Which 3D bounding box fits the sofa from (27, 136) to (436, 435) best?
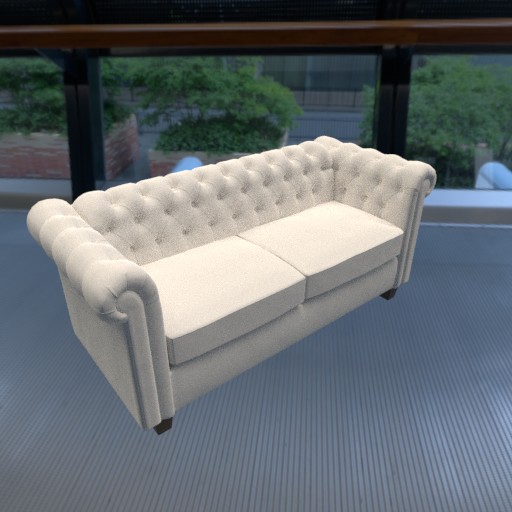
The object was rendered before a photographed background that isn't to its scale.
[{"bbox_3d":[0.000,0.000,2.191,1.798,0.796,0.771,-22,36,-33],"label":"sofa"}]
